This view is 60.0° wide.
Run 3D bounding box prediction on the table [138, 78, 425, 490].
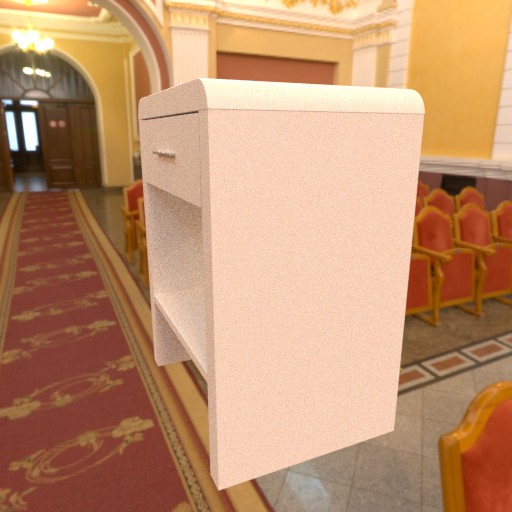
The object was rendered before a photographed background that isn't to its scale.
[{"bbox_3d":[0.000,0.000,0.858,0.350,0.590,0.450,-7,17,-24],"label":"table"}]
